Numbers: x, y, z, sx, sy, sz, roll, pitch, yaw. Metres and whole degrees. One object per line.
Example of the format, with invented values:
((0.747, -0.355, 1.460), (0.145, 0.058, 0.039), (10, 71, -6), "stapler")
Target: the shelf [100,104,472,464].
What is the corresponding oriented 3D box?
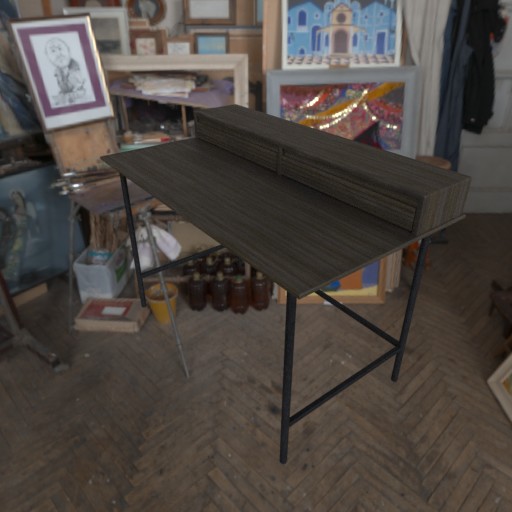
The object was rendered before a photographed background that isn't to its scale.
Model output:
((0.000, 0.000, 1.747), (0.685, 0.865, 1.212), (-22, 37, -31), "shelf")
